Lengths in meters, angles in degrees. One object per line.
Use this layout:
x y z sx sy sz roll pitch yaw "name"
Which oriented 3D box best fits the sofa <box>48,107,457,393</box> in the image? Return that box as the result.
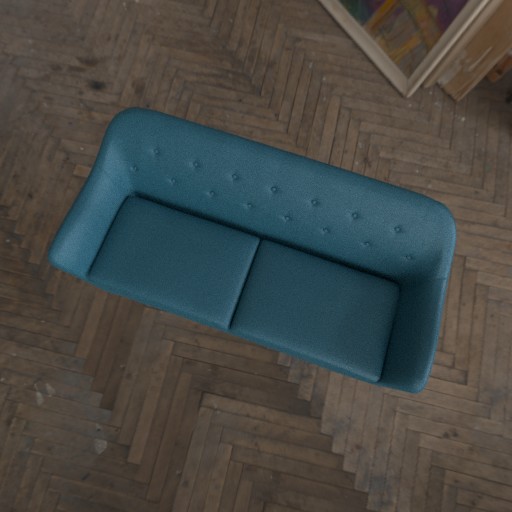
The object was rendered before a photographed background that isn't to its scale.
0.000 0.000 2.267 1.840 0.836 0.820 19 76 5 "sofa"
